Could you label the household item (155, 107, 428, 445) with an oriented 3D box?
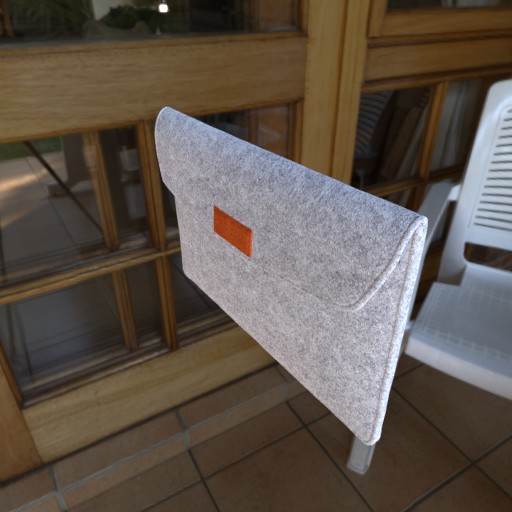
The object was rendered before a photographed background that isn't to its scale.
[{"bbox_3d":[0.000,0.000,0.432,0.057,0.221,0.335,-21,37,-30],"label":"household item"}]
